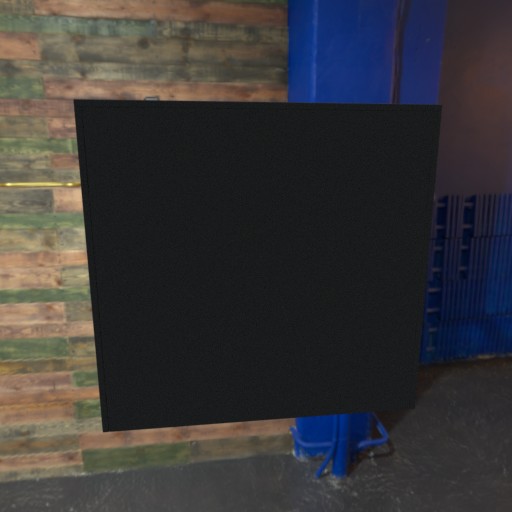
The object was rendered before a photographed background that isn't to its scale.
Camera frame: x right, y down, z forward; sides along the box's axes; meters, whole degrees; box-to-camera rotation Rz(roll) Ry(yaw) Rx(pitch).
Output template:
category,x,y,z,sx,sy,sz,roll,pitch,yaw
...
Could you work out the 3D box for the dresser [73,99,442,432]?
category,x,y,z,sx,sy,sz,roll,pitch,yaw
dresser,0.000,0.000,1.147,0.750,0.720,0.360,-2,13,-7
